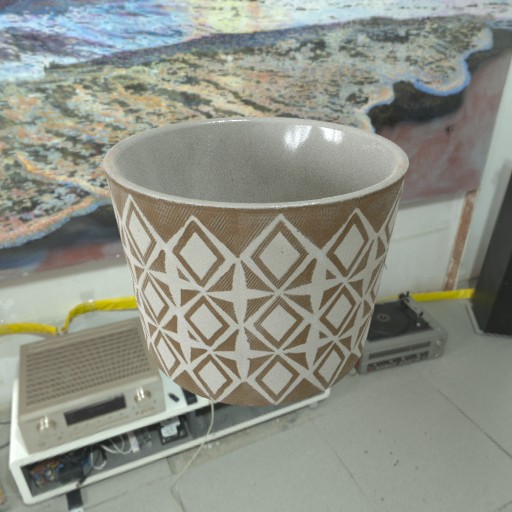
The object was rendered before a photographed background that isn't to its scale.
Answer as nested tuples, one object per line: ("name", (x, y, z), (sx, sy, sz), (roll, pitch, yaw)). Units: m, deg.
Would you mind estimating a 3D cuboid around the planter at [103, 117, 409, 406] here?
("planter", (0.000, 0.000, 0.447), (0.260, 0.220, 0.260), (0, 30, 0))
